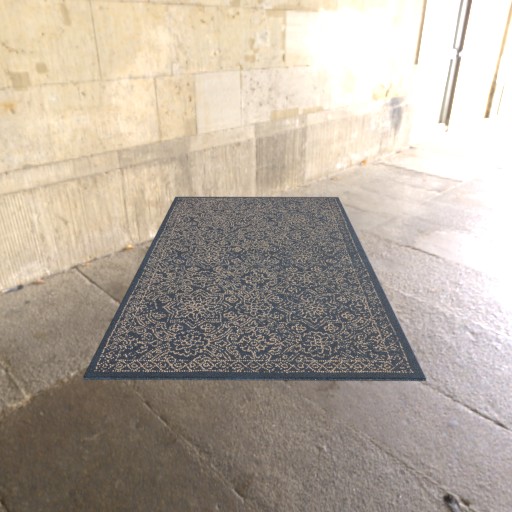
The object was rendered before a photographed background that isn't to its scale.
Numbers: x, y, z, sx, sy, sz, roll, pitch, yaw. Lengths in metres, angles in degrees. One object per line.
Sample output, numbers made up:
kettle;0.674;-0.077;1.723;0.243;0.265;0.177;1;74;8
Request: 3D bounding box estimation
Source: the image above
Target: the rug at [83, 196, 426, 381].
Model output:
rug;0.000;0.000;3.053;1.526;0.015;2.441;0;27;0
